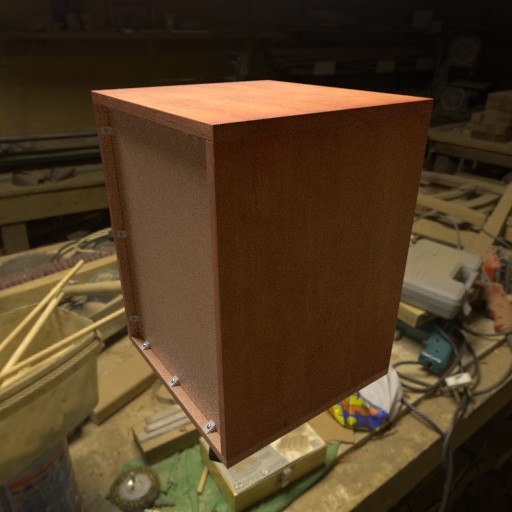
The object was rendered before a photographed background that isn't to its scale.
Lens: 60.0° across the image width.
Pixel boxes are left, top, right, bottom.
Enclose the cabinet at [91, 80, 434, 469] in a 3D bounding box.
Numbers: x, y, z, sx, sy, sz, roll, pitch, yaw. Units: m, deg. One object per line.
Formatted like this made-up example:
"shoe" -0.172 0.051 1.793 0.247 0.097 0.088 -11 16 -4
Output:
"cabinet" 0.000 0.000 0.839 0.401 0.579 0.409 -17 31 -31
